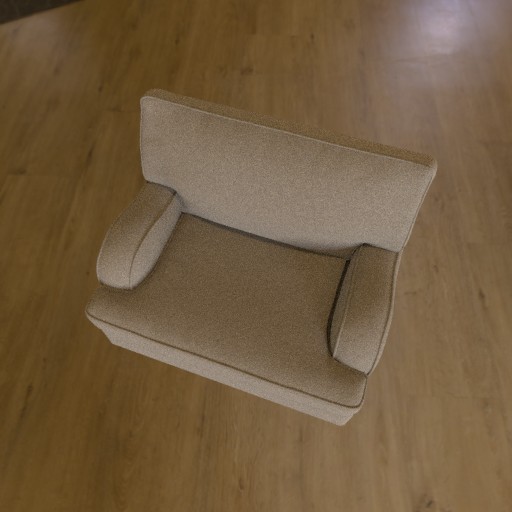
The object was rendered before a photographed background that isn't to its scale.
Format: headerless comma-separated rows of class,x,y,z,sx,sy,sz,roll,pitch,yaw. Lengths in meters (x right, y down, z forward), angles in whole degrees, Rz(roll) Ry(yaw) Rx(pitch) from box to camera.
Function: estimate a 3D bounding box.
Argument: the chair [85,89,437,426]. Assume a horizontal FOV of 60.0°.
chair,0.000,0.000,1.982,1.220,1.016,1.040,17,61,10
